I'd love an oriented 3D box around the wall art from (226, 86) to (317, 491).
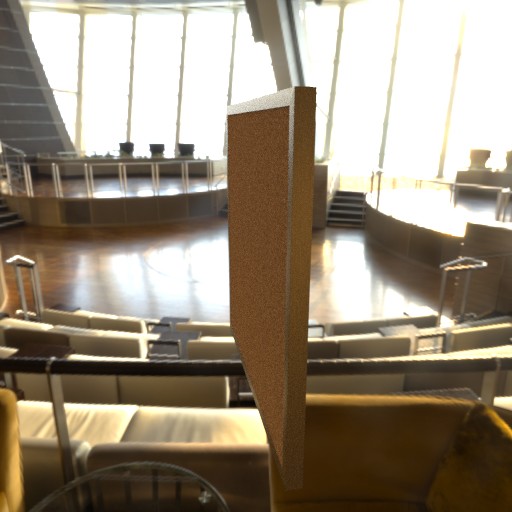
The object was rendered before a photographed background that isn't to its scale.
[{"bbox_3d":[0.000,0.000,1.150,0.036,0.765,0.767,-3,17,-11],"label":"wall art"}]
